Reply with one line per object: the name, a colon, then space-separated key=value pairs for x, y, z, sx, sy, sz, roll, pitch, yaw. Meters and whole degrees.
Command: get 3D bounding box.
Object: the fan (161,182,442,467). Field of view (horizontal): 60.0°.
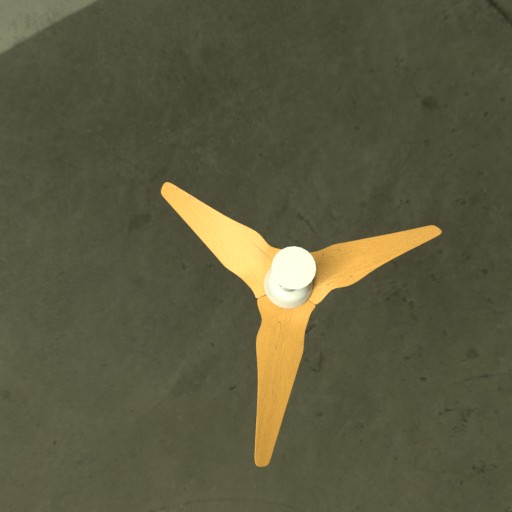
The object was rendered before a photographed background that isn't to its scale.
fan: x=0.000 y=0.000 z=1.638 sx=1.010 sy=0.355 sz=1.142 roll=37 pitch=78 yaw=9
